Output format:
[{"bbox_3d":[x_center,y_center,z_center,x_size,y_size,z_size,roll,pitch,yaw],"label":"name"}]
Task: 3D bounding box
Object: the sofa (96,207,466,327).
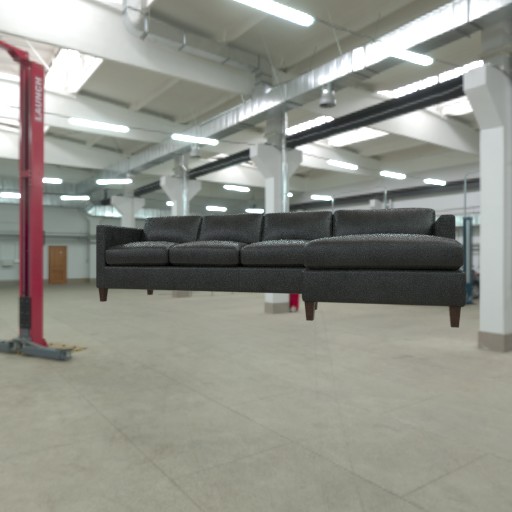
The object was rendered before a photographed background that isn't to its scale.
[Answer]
[{"bbox_3d":[0.000,0.000,3.905,3.203,0.883,1.581,0,0,19],"label":"sofa"}]
